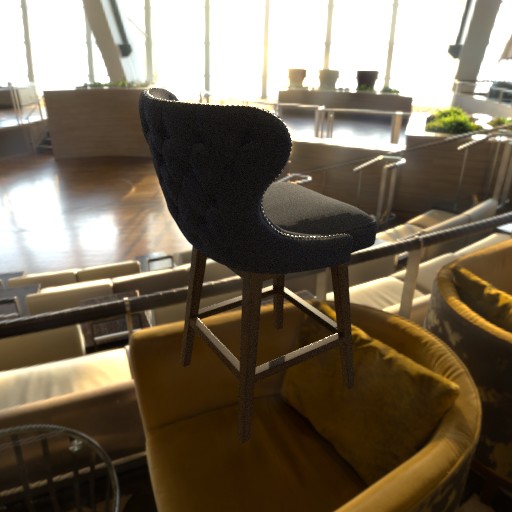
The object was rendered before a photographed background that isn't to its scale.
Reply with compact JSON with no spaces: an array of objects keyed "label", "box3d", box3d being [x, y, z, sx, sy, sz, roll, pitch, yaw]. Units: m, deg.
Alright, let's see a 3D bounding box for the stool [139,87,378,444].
[{"label":"stool","box3d":[0.000,0.000,1.384,0.597,0.972,0.615,-16,30,-29]}]
